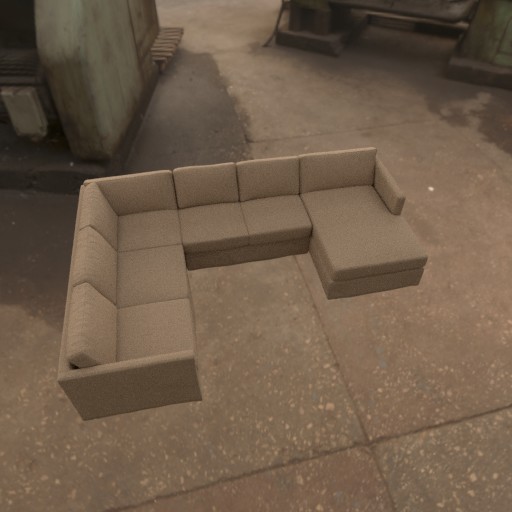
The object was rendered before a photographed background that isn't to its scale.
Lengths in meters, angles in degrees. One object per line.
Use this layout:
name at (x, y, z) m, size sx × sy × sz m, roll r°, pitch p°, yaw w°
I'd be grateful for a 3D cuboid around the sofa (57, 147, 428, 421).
sofa at (0.000, 0.000, 4.466) m, size 3.460 × 0.882 × 2.427 m, roll -8°, pitch 46°, yaw -8°
